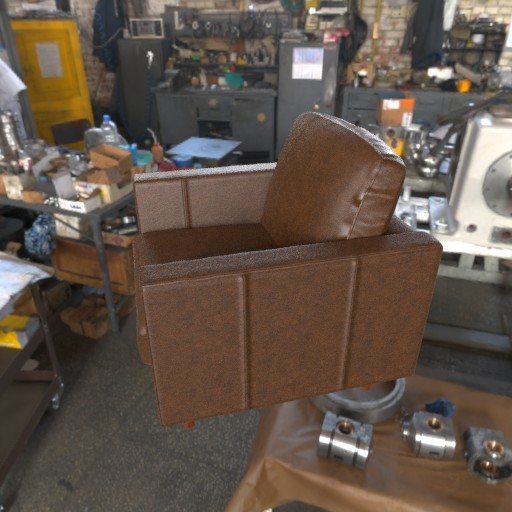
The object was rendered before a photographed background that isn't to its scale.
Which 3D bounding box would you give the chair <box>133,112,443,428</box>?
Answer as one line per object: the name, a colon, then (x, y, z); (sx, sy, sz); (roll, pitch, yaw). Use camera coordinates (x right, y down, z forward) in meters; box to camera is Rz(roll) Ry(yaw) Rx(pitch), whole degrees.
chair: (0.000, 0.000, 1.668); (0.909, 0.956, 0.890); (-7, 30, -13)
